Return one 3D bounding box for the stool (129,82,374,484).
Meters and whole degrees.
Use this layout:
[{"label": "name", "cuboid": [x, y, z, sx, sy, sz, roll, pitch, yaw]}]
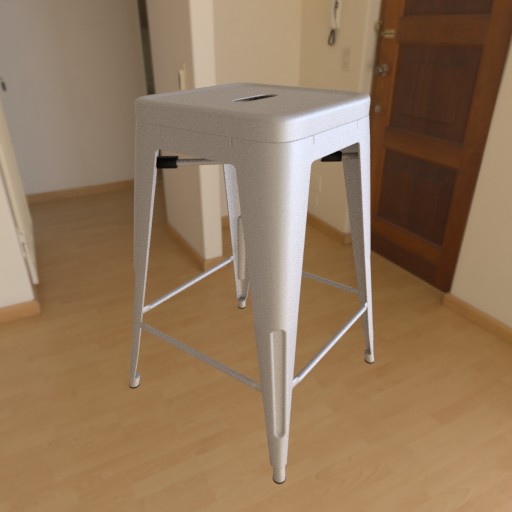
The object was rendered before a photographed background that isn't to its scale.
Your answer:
[{"label": "stool", "cuboid": [0.000, 0.000, 0.884, 0.410, 0.608, 0.410, 19, 33, 32]}]
